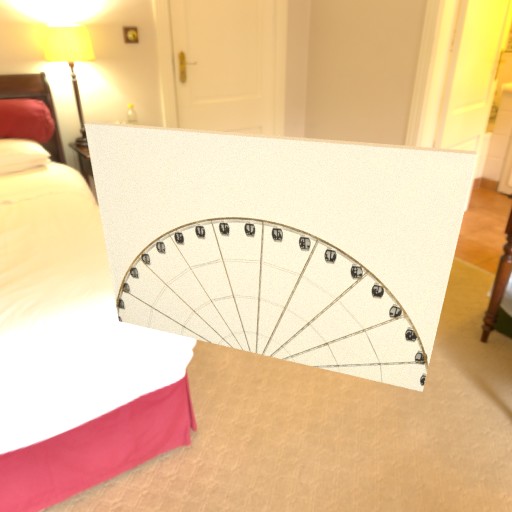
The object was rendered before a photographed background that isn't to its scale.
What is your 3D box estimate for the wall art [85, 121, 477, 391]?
[{"bbox_3d":[0.000,0.000,1.428,1.144,0.767,0.038,9,29,17],"label":"wall art"}]
